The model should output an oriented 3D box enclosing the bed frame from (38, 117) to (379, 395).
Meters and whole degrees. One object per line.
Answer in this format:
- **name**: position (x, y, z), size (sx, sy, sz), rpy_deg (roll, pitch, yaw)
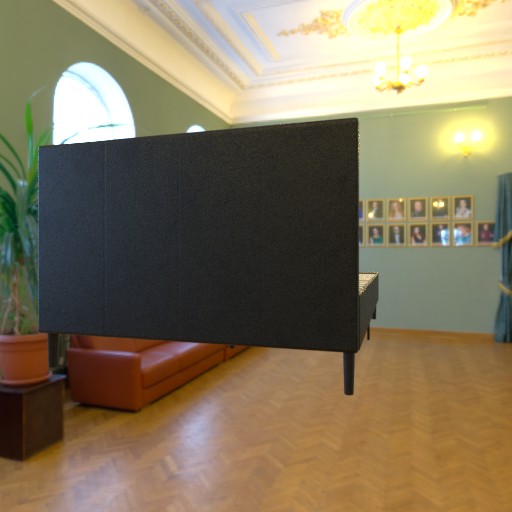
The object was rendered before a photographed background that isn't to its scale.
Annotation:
- **bed frame**: position (0.000, 0.000, 2.883), size (1.469, 1.046, 2.152), rpy_deg (0, 0, 17)
